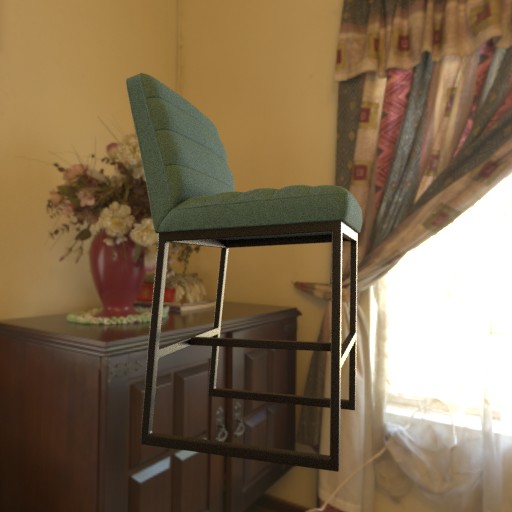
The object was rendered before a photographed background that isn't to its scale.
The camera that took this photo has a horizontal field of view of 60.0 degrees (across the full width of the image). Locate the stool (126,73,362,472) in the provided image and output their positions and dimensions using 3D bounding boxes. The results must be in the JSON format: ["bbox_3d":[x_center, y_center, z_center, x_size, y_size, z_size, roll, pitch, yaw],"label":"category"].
[{"bbox_3d":[0.000,0.000,1.247,0.560,0.940,0.460,0,-1,17],"label":"stool"}]
